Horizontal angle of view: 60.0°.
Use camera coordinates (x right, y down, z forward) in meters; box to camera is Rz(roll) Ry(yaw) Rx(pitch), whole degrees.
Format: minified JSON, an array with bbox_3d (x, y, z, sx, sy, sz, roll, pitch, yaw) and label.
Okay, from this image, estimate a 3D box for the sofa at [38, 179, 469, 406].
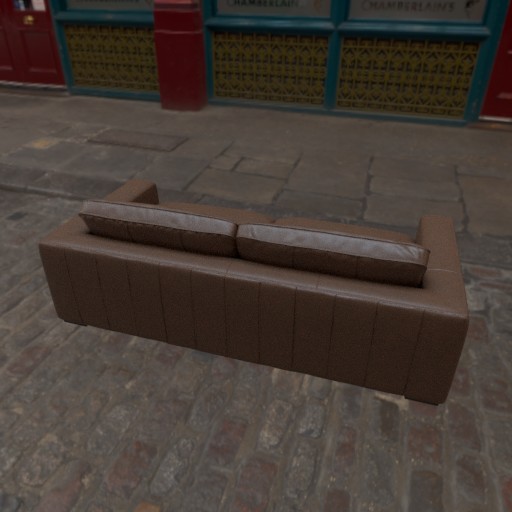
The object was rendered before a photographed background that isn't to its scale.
[{"bbox_3d":[0.000,0.000,2.693,2.262,0.801,1.070,9,32,15],"label":"sofa"}]
